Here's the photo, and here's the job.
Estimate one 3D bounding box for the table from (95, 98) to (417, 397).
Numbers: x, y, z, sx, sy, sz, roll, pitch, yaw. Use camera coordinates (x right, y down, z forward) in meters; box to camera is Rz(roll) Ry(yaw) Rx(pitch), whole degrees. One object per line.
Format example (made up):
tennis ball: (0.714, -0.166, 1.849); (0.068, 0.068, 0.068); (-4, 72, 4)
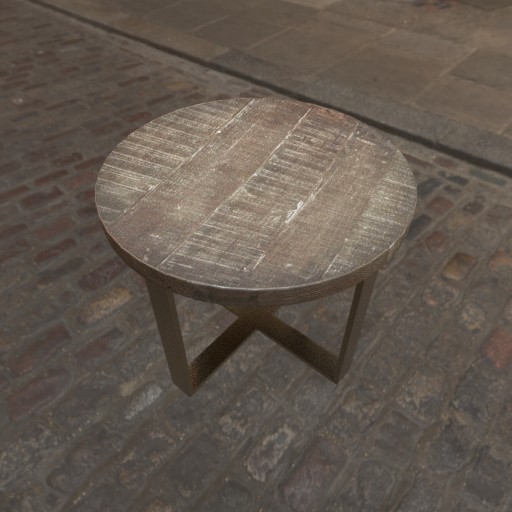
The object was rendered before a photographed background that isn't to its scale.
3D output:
table: (0.000, 0.000, 0.947); (0.557, 0.437, 0.557); (0, 46, 0)
